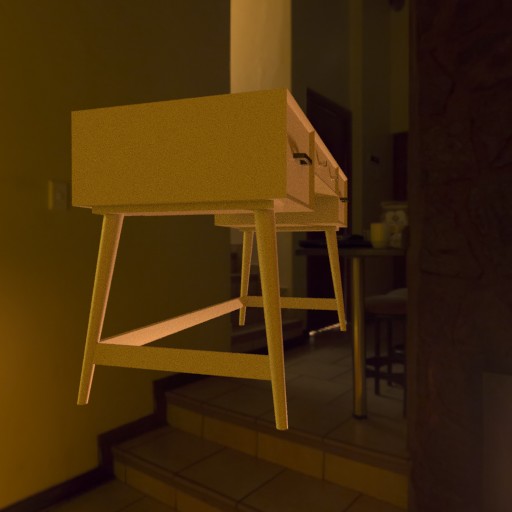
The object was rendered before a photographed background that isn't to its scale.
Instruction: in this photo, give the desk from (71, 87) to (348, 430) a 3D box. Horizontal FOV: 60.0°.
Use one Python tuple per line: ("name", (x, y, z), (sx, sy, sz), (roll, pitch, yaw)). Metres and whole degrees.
("desk", (0.000, 0.000, 1.690), (0.589, 0.762, 1.313), (0, 1, 17))
